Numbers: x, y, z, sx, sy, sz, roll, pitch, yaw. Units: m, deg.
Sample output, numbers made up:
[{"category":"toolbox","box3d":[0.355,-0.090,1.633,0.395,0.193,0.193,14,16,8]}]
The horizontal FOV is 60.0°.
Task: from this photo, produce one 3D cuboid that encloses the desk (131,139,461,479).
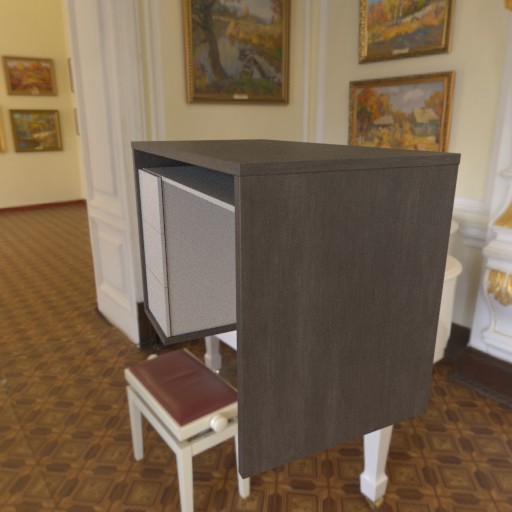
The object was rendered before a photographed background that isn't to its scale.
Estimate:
[{"category":"desk","box3d":[0.000,0.000,1.554,0.600,0.750,1.100,-8,18,-24]}]
